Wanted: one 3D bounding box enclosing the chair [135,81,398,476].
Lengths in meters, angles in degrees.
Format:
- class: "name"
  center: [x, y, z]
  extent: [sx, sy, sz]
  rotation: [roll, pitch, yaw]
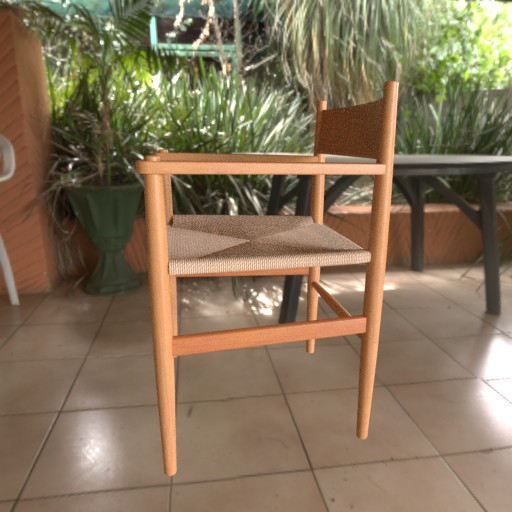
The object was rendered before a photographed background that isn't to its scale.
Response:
- class: "chair"
  center: [0.000, 0.000, 1.088]
  extent: [0.495, 0.762, 0.556]
  rotation: [-2, 15, -9]
